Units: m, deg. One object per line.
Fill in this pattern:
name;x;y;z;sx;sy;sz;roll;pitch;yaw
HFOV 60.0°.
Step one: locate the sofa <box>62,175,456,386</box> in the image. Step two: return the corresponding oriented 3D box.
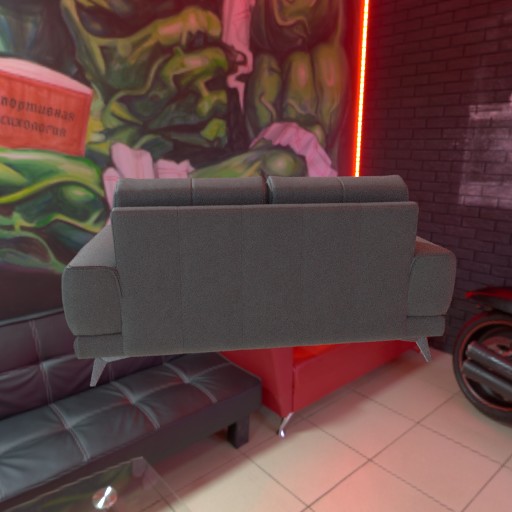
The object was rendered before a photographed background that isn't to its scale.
sofa;0.000;0.000;2.432;1.806;0.907;1.018;-2;14;-8
